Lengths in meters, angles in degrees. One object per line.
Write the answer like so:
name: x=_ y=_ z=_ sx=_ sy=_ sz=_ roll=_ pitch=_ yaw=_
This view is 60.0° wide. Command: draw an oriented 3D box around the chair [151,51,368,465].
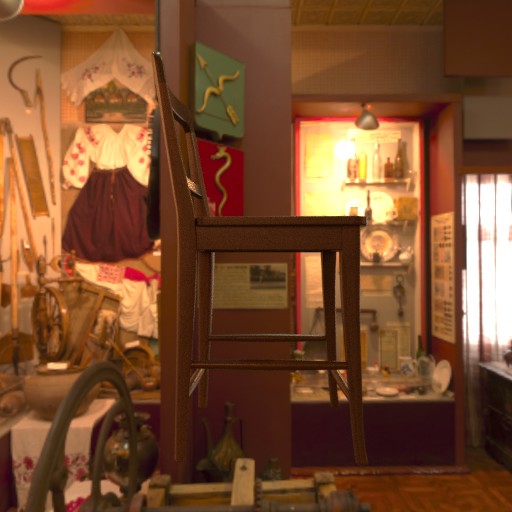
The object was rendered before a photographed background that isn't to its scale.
chair: x=0.000 y=0.000 z=1.264 sx=0.546 sy=0.991 sz=0.450 roll=0 pitch=0 yaw=1
